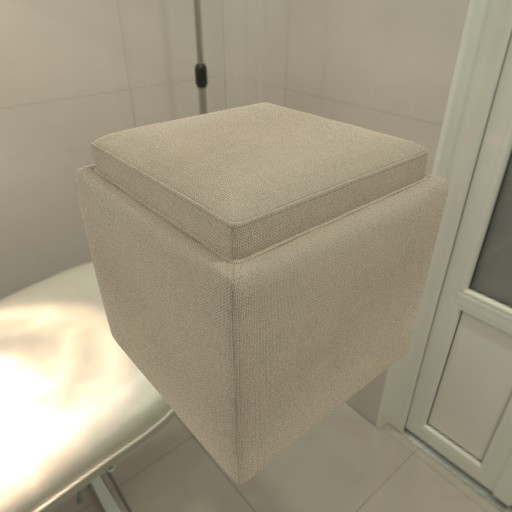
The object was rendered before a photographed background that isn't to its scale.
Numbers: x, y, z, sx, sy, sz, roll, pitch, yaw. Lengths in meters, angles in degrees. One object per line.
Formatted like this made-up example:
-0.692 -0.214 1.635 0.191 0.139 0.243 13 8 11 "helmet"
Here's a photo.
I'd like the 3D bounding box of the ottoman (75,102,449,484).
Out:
0.000 0.000 0.800 0.451 0.460 0.450 -24 39 -33 "ottoman"
